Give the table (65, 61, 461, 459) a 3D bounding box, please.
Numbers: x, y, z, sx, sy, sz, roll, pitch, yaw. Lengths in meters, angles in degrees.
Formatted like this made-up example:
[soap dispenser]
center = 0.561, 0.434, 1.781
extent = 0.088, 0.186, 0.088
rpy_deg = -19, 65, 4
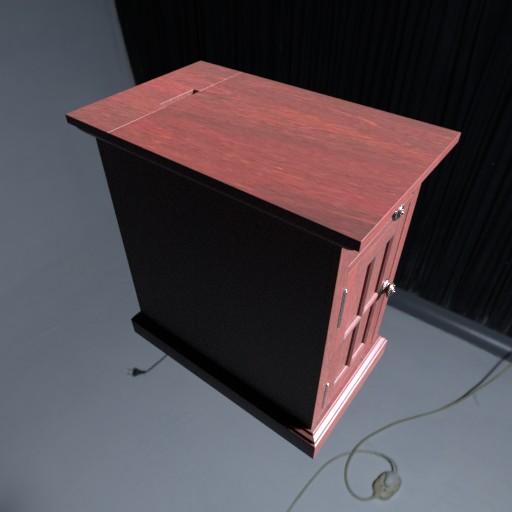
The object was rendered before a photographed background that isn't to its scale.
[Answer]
[table]
center = 0.000, 0.000, 0.965
extent = 0.584, 0.612, 0.356
rpy_deg = 27, 48, 27
